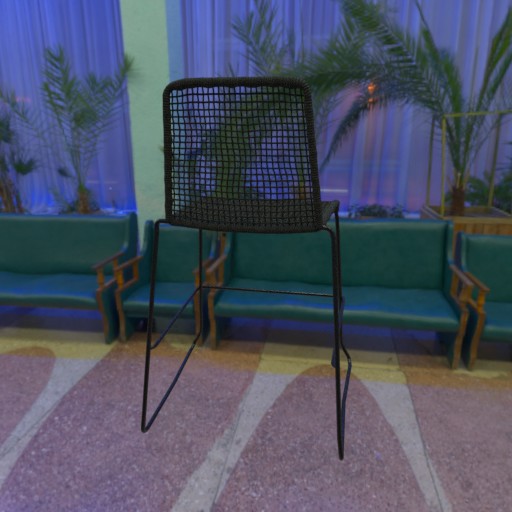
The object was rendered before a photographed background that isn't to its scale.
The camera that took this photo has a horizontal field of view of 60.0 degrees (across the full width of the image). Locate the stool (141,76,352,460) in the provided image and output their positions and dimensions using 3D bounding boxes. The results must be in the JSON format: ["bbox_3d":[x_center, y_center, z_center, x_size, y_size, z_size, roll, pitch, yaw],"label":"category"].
[{"bbox_3d":[0.000,0.000,1.255,0.590,0.905,0.509,3,17,11],"label":"stool"}]
